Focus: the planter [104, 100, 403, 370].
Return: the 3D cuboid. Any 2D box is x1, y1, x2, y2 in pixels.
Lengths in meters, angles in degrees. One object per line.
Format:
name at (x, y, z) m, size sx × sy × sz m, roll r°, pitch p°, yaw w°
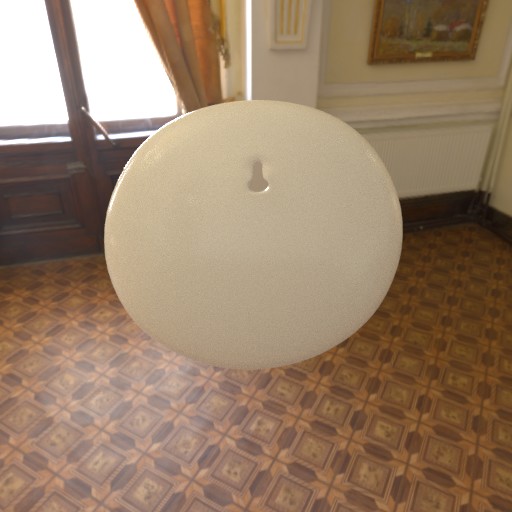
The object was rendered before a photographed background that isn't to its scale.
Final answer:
planter at (0.000, 0.000, 0.279) m, size 0.185 × 0.188 × 0.043 m, roll -2°, pitch 30°, yaw -3°
